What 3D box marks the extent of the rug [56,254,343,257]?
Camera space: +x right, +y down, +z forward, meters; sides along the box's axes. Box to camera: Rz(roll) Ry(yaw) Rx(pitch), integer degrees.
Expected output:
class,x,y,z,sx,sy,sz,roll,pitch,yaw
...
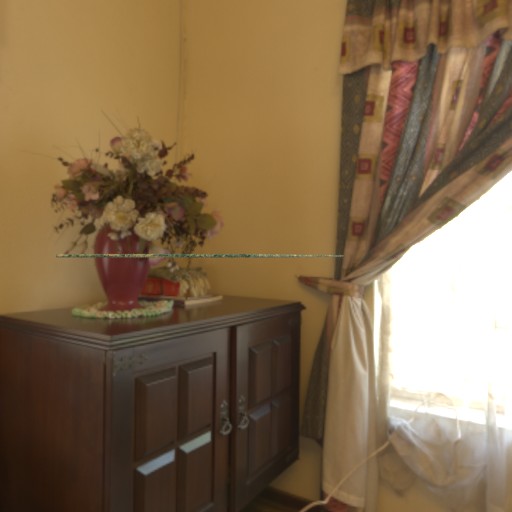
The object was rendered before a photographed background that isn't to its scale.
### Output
class,x,y,z,sx,sy,sz,roll,pitch,yaw
rug,0.000,0.000,2.655,0.750,0.011,2.435,0,0,18
